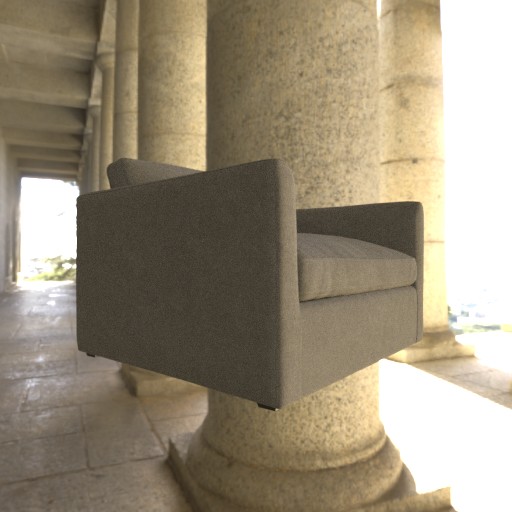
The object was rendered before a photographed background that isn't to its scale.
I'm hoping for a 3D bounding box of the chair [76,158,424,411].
[{"bbox_3d":[0.000,0.000,1.890,1.091,0.845,1.190,0,0,37],"label":"chair"}]
